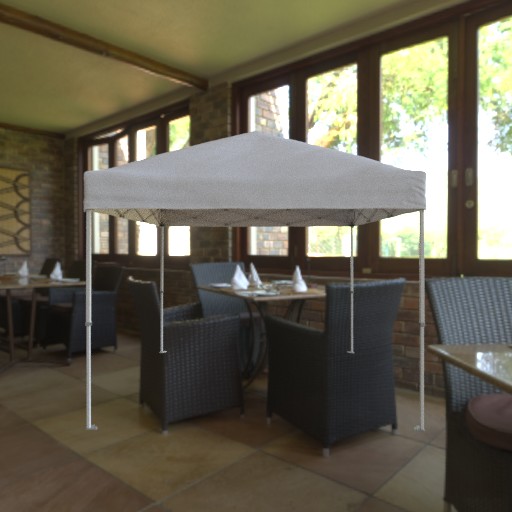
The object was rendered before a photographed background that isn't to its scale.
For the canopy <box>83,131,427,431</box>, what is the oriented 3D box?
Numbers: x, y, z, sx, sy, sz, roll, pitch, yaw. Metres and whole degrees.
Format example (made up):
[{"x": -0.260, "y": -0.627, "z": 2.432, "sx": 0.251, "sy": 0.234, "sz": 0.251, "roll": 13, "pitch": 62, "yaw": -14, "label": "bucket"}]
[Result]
[{"x": 0.000, "y": 0.000, "z": 5.326, "sx": 2.996, "sy": 2.997, "sz": 2.998, "roll": 0, "pitch": 1, "yaw": 0, "label": "canopy"}]
